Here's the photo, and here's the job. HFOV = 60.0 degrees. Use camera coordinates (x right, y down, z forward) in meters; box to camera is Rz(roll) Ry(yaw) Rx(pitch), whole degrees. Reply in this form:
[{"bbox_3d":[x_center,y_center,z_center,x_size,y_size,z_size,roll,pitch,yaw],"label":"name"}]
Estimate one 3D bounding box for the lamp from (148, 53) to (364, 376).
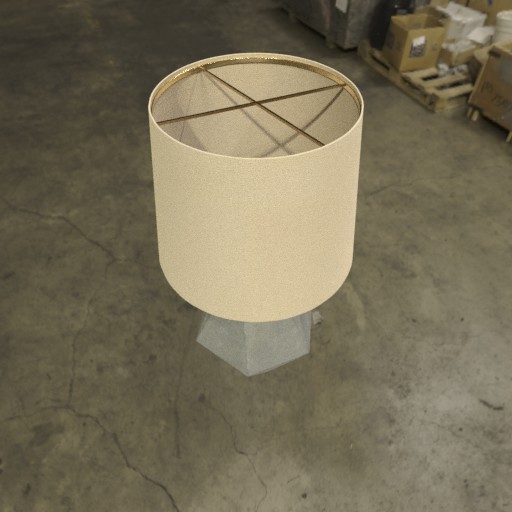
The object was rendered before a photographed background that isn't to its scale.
[{"bbox_3d":[0.000,0.000,0.660,0.276,0.501,0.276,0,47,0],"label":"lamp"}]
